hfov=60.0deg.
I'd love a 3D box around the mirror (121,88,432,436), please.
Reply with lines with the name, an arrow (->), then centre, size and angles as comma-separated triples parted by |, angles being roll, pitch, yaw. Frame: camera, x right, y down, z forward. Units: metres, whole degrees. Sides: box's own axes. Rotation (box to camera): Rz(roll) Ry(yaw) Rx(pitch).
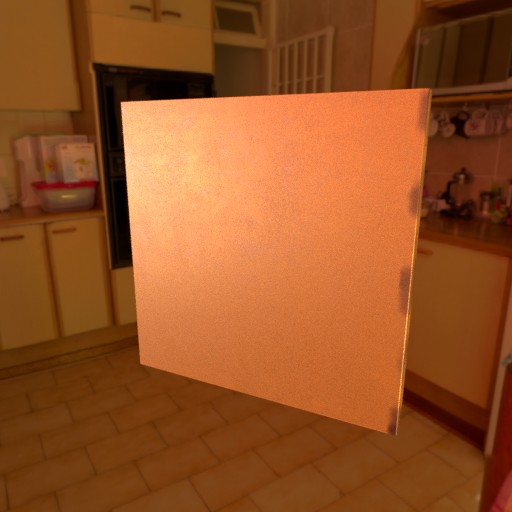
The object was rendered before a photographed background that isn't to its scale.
mirror -> 0.000, 0.000, 0.749 | 0.509, 0.507, 0.042 | 7, 17, 26
